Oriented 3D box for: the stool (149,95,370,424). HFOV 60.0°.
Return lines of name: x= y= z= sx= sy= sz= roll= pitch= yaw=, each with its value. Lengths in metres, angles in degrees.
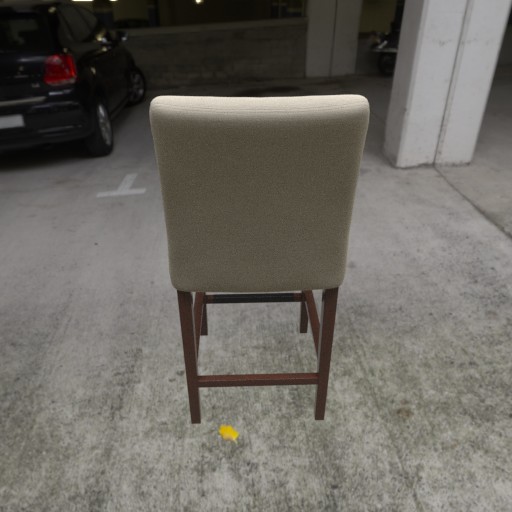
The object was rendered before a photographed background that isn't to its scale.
stool: x=0.000 y=0.000 z=1.287 sx=0.470 sy=0.981 sz=0.577 roll=-1 pitch=31 yaw=-2
